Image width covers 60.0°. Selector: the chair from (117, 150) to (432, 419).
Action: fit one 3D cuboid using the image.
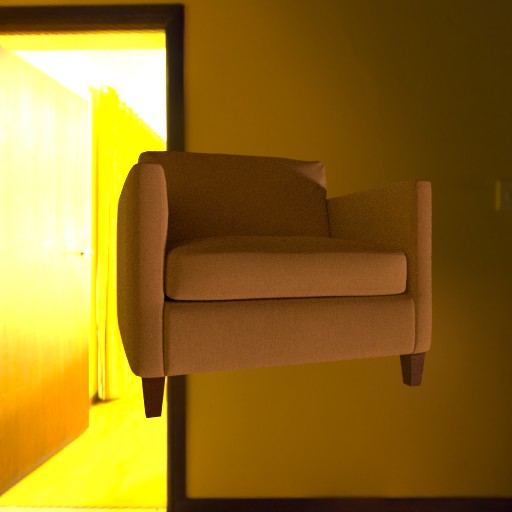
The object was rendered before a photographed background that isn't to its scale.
[{"bbox_3d":[0.000,0.000,1.878,1.107,0.961,0.959,0,1,-19],"label":"chair"}]
